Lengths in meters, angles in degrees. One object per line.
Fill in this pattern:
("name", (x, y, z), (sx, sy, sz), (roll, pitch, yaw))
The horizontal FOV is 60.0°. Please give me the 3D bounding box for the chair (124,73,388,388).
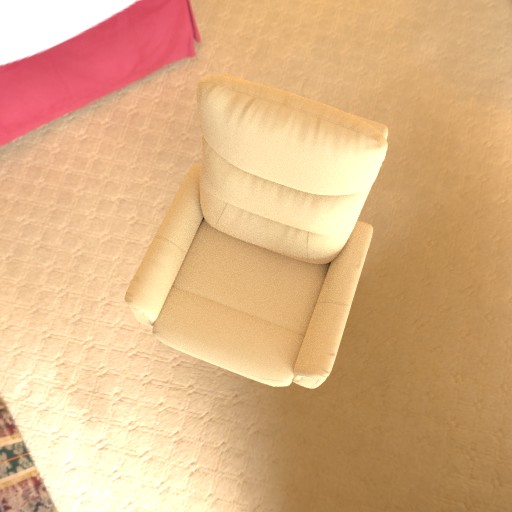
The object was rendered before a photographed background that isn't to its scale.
("chair", (0.000, 0.000, 1.630), (0.775, 1.082, 0.831), (20, 76, 5))
